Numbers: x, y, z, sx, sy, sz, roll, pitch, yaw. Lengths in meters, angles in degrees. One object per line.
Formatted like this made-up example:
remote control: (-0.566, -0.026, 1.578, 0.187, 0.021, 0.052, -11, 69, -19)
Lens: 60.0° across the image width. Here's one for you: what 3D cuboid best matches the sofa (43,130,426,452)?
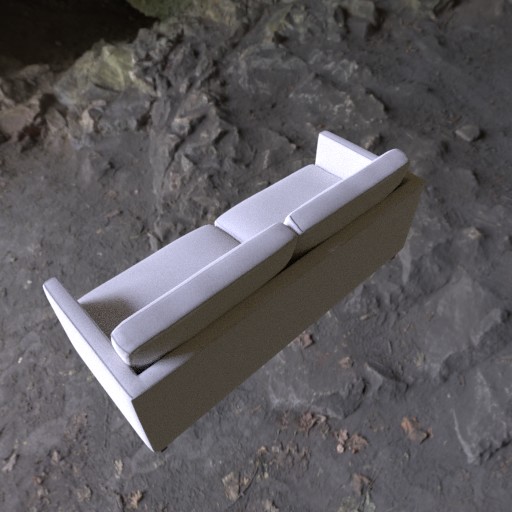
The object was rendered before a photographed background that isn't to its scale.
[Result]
sofa: (0.000, 0.000, 2.907, 2.361, 0.962, 0.951, -34, 55, -28)
